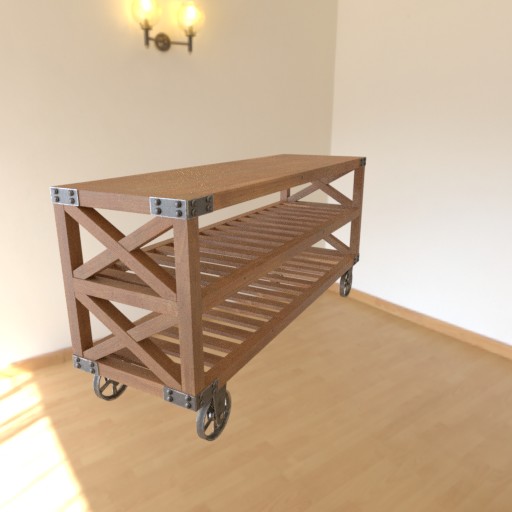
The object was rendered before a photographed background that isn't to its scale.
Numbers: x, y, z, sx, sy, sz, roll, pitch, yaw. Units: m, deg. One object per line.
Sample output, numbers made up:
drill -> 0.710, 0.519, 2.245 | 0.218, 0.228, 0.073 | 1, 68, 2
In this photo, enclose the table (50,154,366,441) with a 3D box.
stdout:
table -> 0.000, 0.000, 1.802 | 0.467, 0.711, 1.487 | 9, 19, 27
